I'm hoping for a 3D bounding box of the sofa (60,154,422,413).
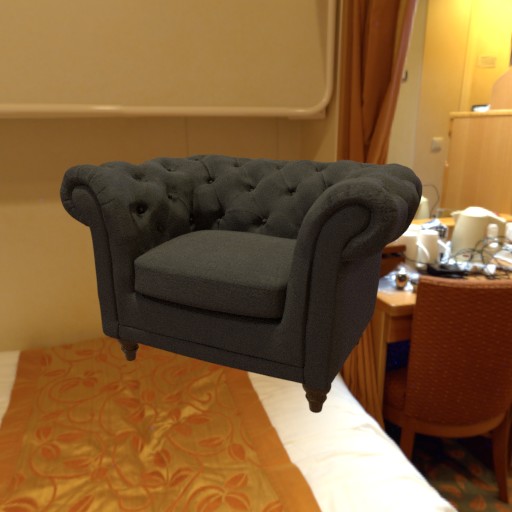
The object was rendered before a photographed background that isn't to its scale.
[{"bbox_3d":[0.000,0.000,2.069,1.405,0.878,1.032,8,18,24],"label":"sofa"}]
